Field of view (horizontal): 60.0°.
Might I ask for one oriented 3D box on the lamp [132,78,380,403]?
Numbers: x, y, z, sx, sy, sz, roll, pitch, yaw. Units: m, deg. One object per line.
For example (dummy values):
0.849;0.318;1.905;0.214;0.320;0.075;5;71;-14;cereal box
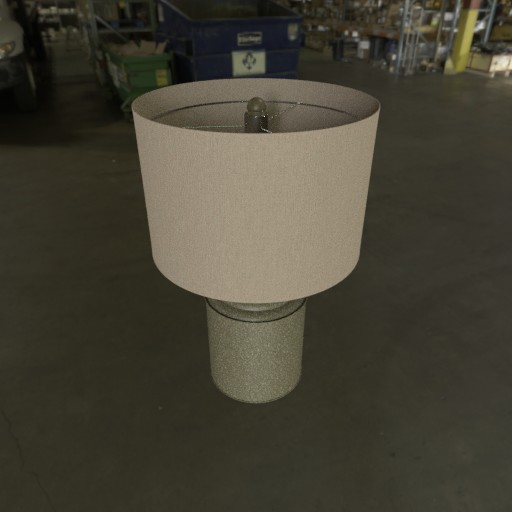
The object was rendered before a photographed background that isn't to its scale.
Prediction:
0.000;0.000;0.707;0.318;0.486;0.318;0;31;0;lamp
